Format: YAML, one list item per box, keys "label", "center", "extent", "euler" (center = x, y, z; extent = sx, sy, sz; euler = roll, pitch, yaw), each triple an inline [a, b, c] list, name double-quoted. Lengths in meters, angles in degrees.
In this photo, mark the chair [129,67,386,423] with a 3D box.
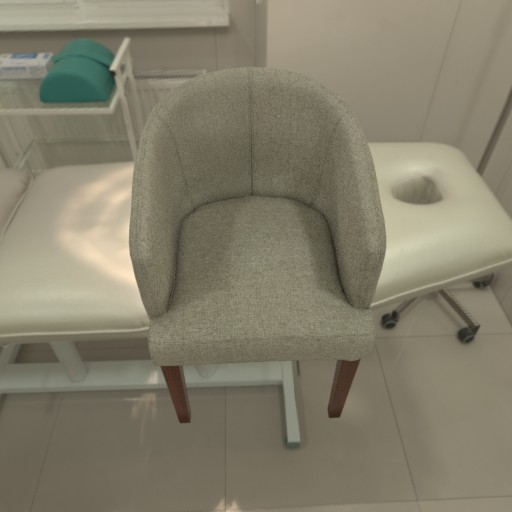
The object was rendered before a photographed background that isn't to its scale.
- label: "chair"
  center: [0.000, 0.000, 1.252]
  extent: [0.583, 0.811, 0.655]
  euler: [-2, 46, -2]
